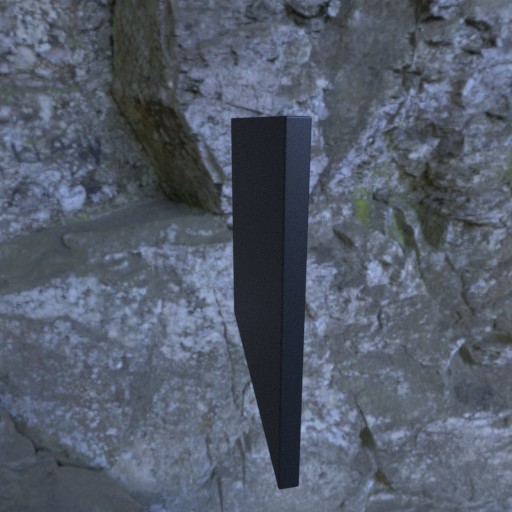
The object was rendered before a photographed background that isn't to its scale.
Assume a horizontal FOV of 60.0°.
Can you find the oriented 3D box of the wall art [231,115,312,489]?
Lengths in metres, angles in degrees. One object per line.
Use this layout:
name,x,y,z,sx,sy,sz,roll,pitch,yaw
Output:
wall art,0.000,0.000,0.765,0.031,0.457,0.558,-3,17,-8
